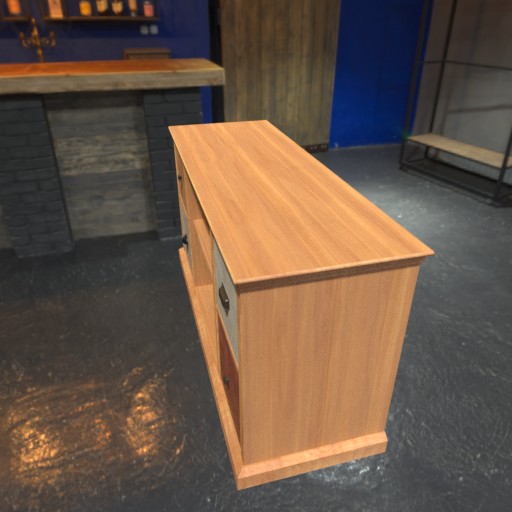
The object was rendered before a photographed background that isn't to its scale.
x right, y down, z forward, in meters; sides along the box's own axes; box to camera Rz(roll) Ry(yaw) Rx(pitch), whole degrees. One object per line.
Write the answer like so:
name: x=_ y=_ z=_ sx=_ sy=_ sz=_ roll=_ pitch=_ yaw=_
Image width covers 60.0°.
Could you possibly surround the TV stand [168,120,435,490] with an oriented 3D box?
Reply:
TV stand: x=0.000 y=0.000 z=1.477 sx=0.417 sy=0.607 sz=1.181 roll=-8 pitch=31 yaw=-13
